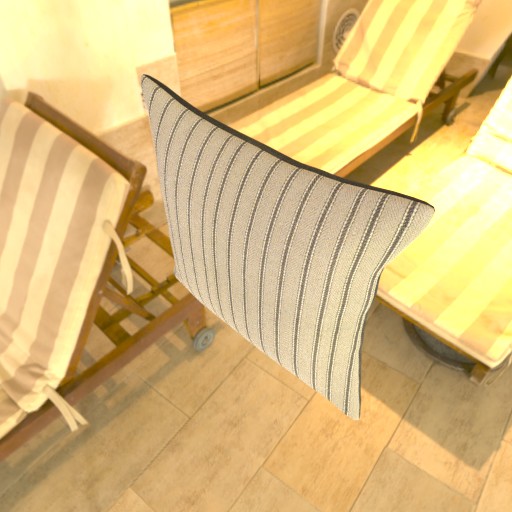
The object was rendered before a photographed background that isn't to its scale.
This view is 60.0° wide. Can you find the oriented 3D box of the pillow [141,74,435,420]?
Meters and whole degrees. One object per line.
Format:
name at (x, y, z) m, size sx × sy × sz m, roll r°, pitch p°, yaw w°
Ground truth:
pillow at (0.000, 0.000, 0.686) m, size 0.468 × 0.444 × 0.138 m, roll 34°, pitch 54°, yaw 29°
